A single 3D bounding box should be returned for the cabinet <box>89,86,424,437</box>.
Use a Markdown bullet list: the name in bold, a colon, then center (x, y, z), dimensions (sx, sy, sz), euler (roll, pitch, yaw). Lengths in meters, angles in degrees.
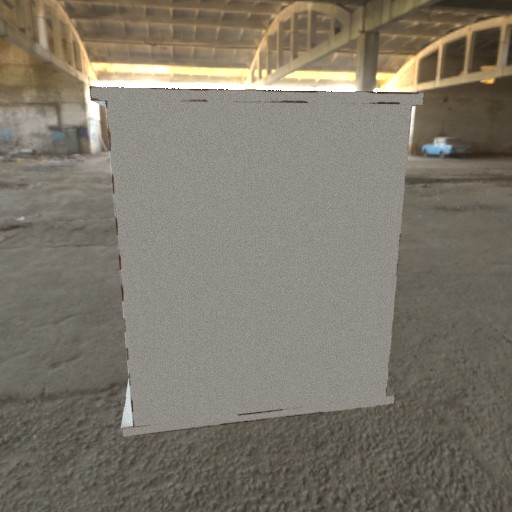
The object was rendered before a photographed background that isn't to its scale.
- **cabinet**: center (0.000, 0.000, 0.880), dimensions (0.541, 0.603, 0.210), euler (-3, 16, -11)
